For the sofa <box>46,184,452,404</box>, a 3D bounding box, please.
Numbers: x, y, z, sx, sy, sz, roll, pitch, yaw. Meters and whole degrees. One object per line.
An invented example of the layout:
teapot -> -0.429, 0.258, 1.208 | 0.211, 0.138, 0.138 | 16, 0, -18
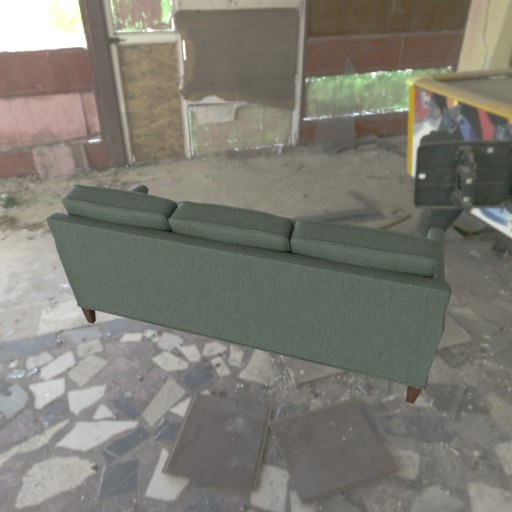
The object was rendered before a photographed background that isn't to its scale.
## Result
sofa -> 0.000, 0.000, 2.825 | 2.246, 1.003, 1.084 | 10, 34, 16
